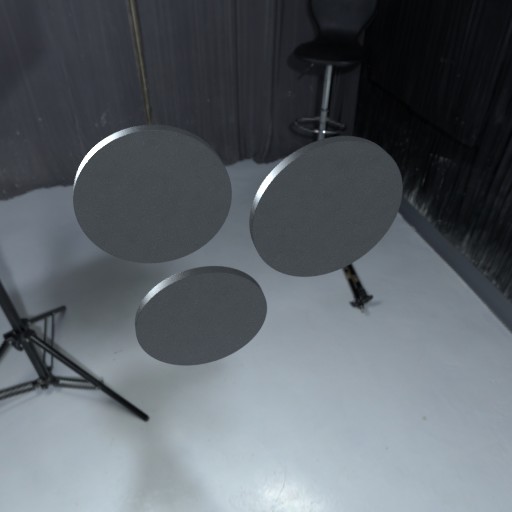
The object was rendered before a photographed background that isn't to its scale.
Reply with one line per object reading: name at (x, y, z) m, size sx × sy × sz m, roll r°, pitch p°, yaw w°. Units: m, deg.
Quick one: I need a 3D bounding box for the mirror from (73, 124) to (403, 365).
mirror at (0.000, 0.000, 3.167) m, size 2.160 × 2.096 × 0.076 m, roll -11°, pitch 42°, yaw -13°
